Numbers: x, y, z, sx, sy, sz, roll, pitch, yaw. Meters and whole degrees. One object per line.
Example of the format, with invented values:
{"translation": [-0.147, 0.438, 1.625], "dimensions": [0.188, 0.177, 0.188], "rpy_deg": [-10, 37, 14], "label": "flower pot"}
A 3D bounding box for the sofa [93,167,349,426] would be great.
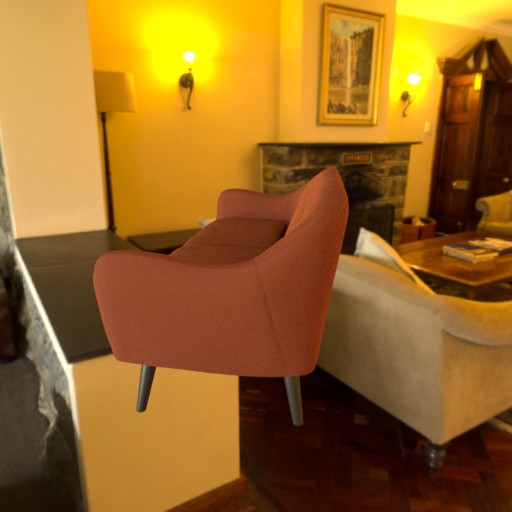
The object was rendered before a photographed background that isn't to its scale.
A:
{"translation": [0.000, 0.000, 2.252], "dimensions": [0.820, 0.836, 1.840], "rpy_deg": [2, 15, 8], "label": "sofa"}
